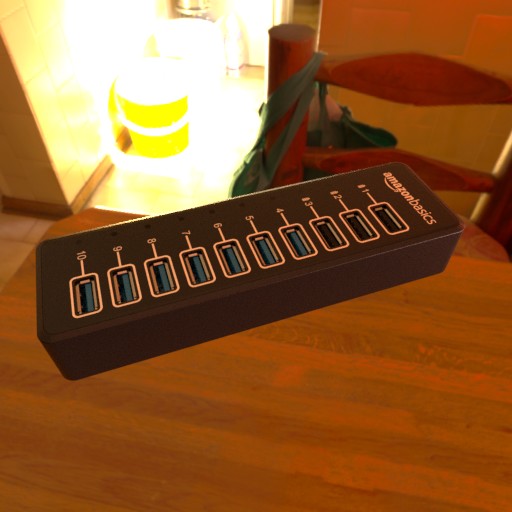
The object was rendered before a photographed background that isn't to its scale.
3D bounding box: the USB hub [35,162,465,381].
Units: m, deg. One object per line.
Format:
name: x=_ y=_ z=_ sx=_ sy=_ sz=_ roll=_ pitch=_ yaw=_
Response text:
USB hub: x=0.000 y=0.000 z=0.162 sx=0.145 sy=0.023 sz=0.044 roll=-14 pitch=49 yaw=-13
